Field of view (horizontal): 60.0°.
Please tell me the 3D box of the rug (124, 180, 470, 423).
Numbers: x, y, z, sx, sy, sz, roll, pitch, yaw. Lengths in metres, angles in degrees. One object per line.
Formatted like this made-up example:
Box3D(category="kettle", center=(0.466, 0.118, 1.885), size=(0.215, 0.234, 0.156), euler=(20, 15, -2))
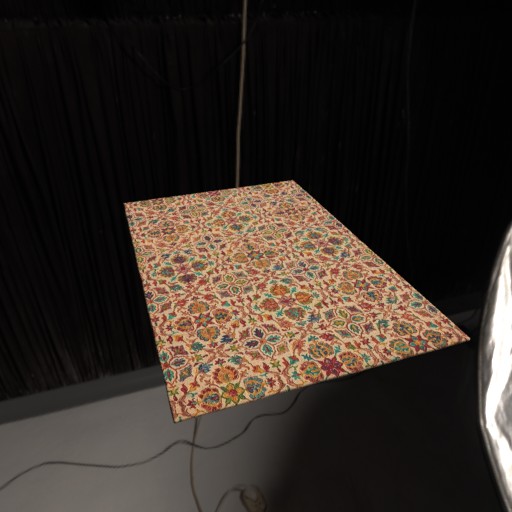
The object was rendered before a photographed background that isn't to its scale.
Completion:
Box3D(category="rug", center=(0.000, 0.000, 2.992), size=(1.541, 0.018, 2.297), euler=(-10, 33, -16))
